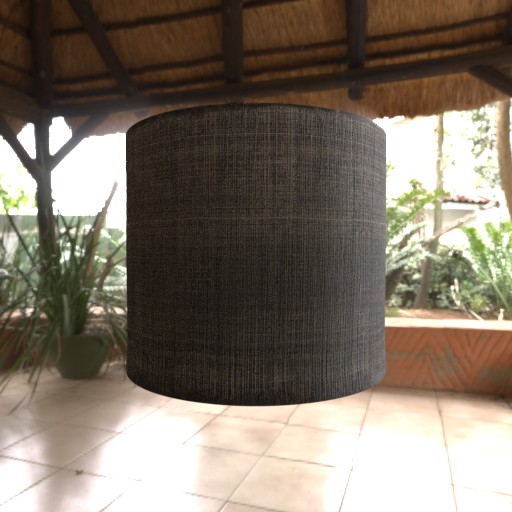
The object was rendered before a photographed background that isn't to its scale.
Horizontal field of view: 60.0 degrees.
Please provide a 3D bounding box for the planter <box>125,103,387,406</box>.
[{"bbox_3d":[0.000,0.000,0.315,0.178,0.157,0.178,0,0,0],"label":"planter"}]
